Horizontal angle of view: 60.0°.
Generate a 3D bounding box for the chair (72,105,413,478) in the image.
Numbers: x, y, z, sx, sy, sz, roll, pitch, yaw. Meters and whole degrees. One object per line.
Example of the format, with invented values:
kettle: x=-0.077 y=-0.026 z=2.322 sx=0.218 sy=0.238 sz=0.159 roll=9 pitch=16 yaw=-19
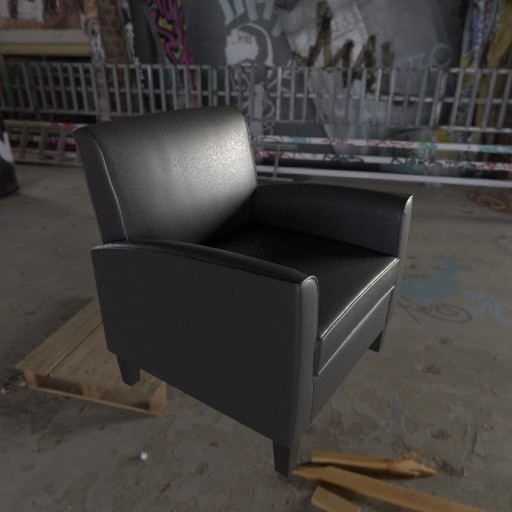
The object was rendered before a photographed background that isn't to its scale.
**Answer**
chair: x=0.000 y=0.000 z=1.543 sx=0.819 sy=0.916 sz=0.820 roll=16 pitch=29 yaw=31
